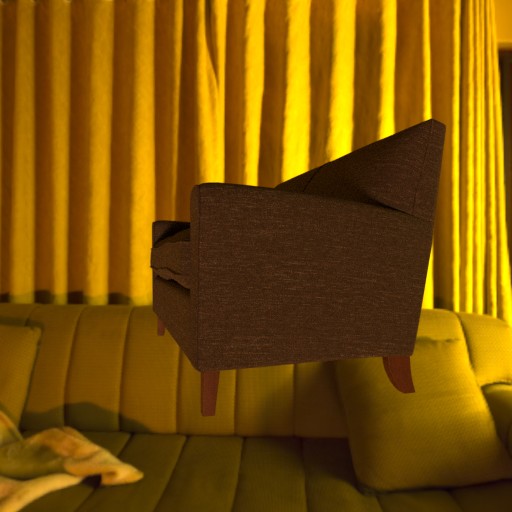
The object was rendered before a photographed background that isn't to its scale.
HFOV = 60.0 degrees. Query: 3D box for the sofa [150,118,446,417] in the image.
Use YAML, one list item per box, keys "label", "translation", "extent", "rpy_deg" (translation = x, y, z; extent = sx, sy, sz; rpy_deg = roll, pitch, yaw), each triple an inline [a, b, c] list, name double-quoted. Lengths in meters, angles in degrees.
- label: "sofa"
  translation: [0.000, 0.000, 2.010]
  extent: [0.867, 0.905, 1.509]
  rpy_deg: [0, 0, -18]
